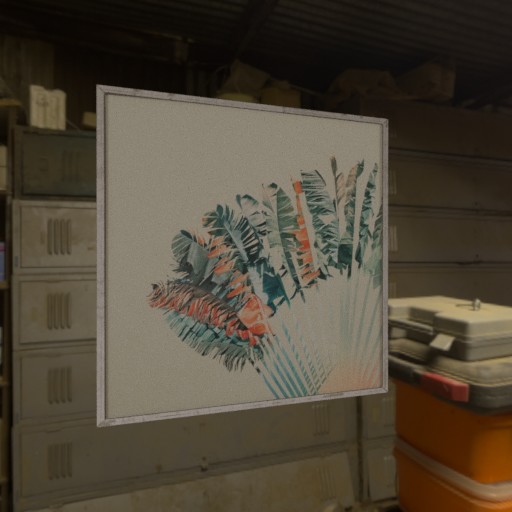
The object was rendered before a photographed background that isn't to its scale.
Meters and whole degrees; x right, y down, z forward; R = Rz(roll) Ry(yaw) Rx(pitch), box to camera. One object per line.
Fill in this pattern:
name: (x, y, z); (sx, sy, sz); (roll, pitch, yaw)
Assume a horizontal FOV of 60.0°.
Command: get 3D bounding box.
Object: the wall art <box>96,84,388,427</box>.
wall art: (0.000, 0.000, 0.751); (0.508, 0.506, 0.029); (0, 0, -19)
